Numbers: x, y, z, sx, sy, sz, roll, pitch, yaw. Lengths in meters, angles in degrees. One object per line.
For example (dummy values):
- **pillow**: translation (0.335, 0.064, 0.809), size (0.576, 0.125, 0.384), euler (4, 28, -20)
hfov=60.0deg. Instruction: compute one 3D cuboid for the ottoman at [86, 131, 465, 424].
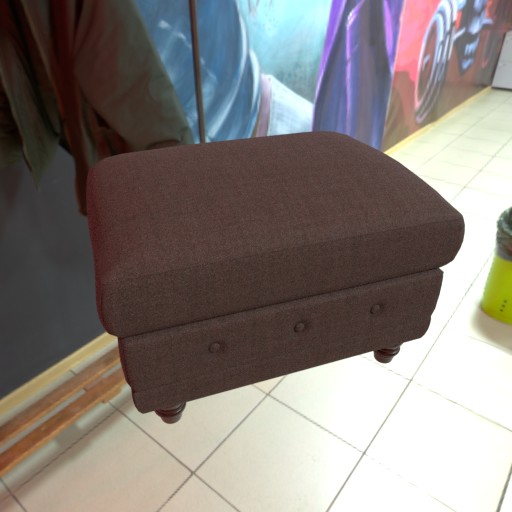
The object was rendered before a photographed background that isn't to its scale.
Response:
- **ottoman**: translation (0.000, 0.000, 1.202), size (0.809, 0.555, 0.599), euler (-11, 35, -16)
